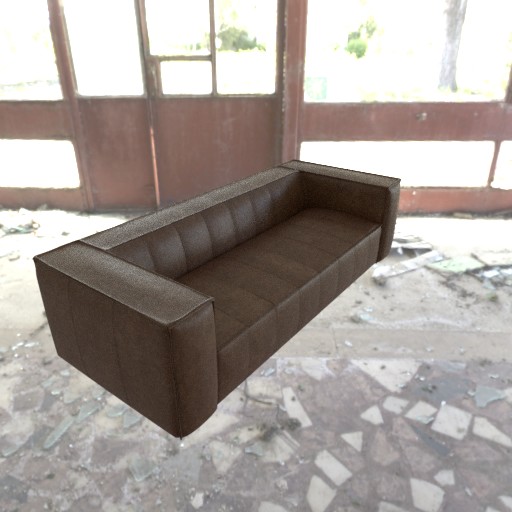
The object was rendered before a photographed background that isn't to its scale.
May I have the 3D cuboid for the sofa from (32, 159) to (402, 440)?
[{"bbox_3d":[0.000,0.000,3.080,1.102,0.701,2.581,19,32,33],"label":"sofa"}]
